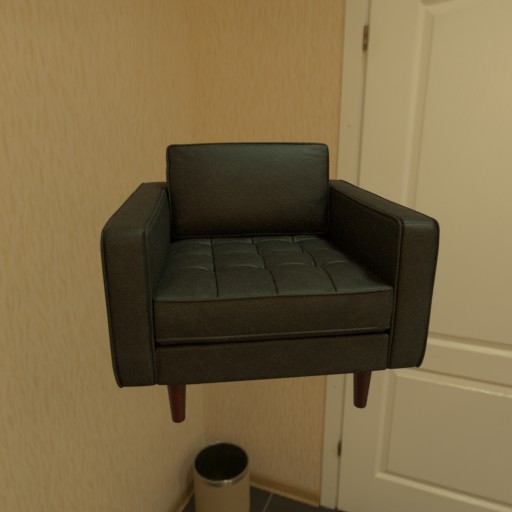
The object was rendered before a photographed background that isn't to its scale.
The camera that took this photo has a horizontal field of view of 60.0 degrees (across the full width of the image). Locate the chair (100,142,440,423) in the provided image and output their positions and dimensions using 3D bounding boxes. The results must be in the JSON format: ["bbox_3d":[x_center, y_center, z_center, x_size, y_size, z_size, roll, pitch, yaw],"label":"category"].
[{"bbox_3d":[0.000,0.000,1.572,0.889,0.763,0.914,-2,17,-7],"label":"chair"}]
